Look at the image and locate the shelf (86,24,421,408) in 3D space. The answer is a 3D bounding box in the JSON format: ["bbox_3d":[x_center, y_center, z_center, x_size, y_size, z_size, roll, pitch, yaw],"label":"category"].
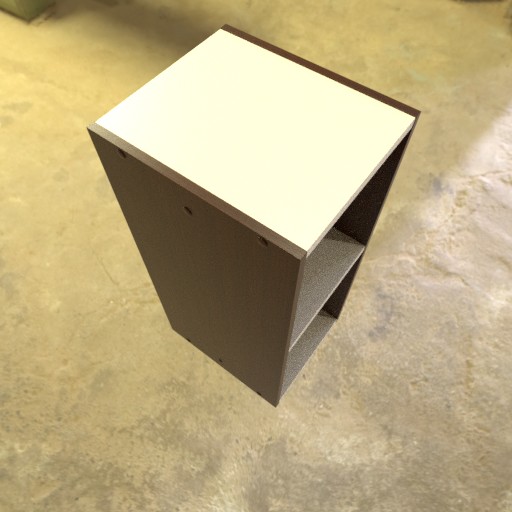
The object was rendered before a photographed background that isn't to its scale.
[{"bbox_3d":[0.000,0.000,0.761,0.290,0.600,0.253,33,64,18],"label":"shelf"}]
